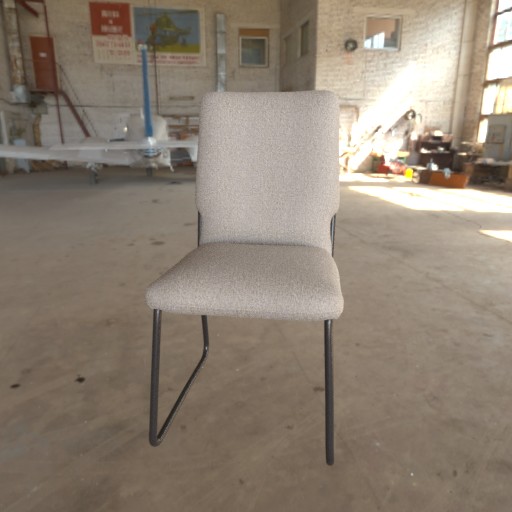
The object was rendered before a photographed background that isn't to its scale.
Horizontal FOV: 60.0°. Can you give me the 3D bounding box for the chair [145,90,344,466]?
[{"bbox_3d":[0.000,0.000,1.180,0.448,0.864,0.560,2,16,8],"label":"chair"}]
